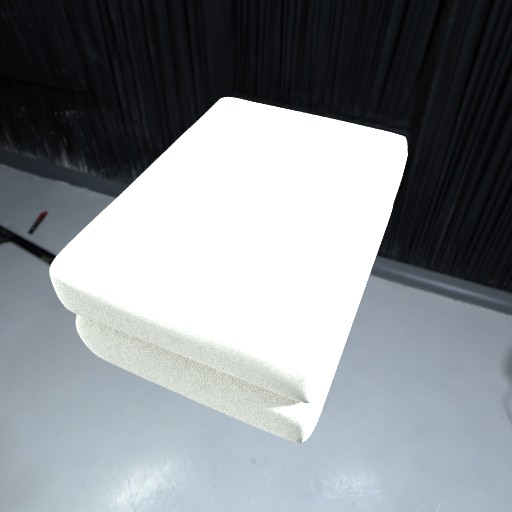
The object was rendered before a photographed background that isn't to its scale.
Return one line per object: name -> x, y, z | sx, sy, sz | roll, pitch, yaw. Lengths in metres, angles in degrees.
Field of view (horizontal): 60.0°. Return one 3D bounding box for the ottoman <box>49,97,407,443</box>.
ottoman -> 0.000, 0.000, 1.138 | 0.569, 0.499, 0.773 | 18, 49, 16
